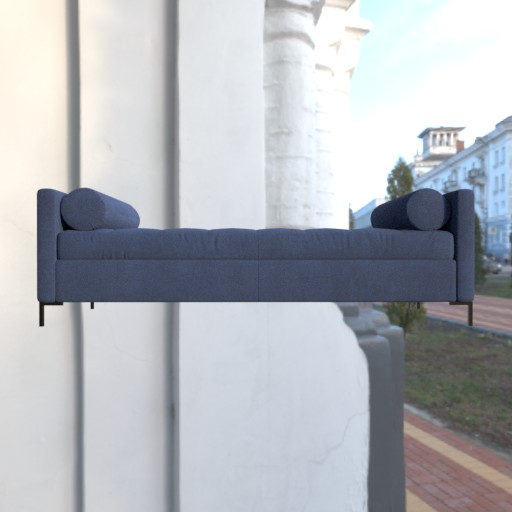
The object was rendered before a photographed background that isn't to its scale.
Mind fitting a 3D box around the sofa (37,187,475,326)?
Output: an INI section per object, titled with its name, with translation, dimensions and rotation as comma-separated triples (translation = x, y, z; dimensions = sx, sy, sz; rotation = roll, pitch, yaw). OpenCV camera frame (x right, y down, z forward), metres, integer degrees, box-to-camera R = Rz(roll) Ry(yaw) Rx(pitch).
[sofa]
translation = 0.000, 0.000, 2.334
dimensions = 1.981, 0.635, 0.686
rotation = 0, 0, -1
